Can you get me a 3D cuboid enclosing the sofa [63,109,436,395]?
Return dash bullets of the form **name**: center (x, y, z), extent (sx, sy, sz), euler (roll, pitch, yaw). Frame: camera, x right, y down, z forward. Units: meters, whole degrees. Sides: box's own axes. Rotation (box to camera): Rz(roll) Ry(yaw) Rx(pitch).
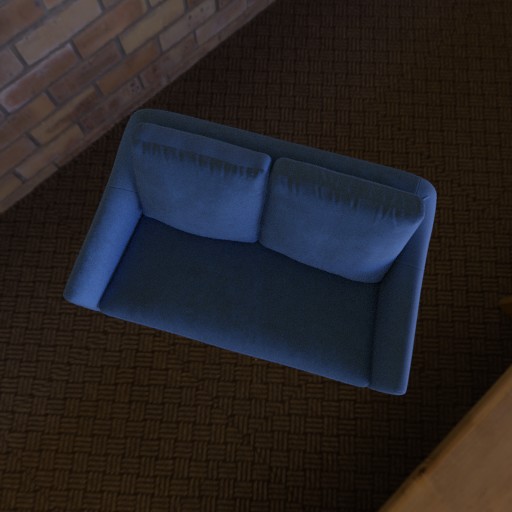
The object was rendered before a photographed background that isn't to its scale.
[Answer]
- **sofa**: center (0.000, 0.000, 2.230), extent (1.619, 0.902, 0.960), euler (15, 77, 3)
